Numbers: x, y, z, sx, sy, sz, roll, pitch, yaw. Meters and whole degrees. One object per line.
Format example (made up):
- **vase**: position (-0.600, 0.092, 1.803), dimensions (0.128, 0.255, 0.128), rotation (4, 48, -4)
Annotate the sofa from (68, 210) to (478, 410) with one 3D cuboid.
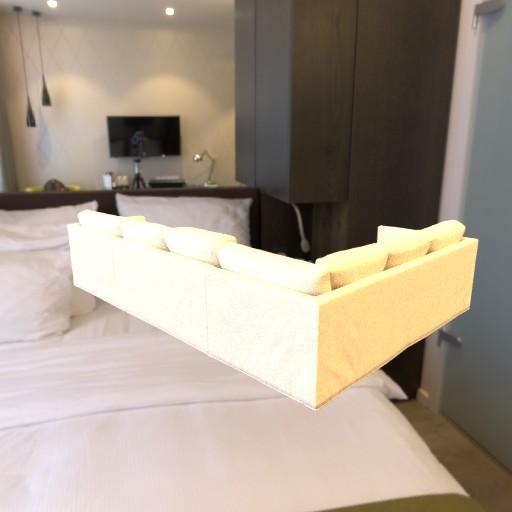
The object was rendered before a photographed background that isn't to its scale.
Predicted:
- **sofa**: position (0.000, 0.000, 4.542), dimensions (2.427, 0.882, 3.460), rotation (-14, 20, -43)
